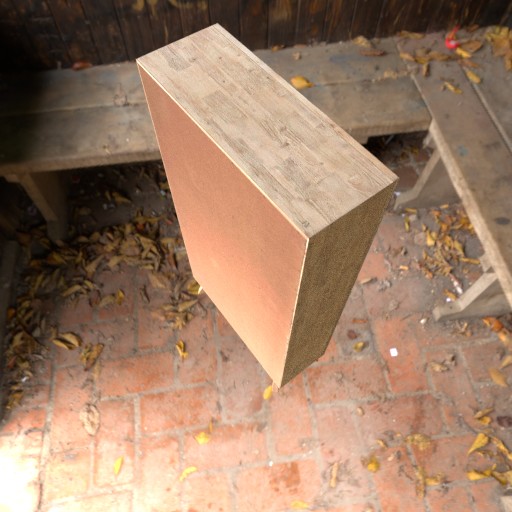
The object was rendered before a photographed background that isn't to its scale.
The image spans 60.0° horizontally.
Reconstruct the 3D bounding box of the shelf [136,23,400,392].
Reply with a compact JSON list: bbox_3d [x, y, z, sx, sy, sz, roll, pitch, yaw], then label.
[{"bbox_3d":[0.000,0.000,1.774,0.308,1.471,0.748,-33,65,-18],"label":"shelf"}]
